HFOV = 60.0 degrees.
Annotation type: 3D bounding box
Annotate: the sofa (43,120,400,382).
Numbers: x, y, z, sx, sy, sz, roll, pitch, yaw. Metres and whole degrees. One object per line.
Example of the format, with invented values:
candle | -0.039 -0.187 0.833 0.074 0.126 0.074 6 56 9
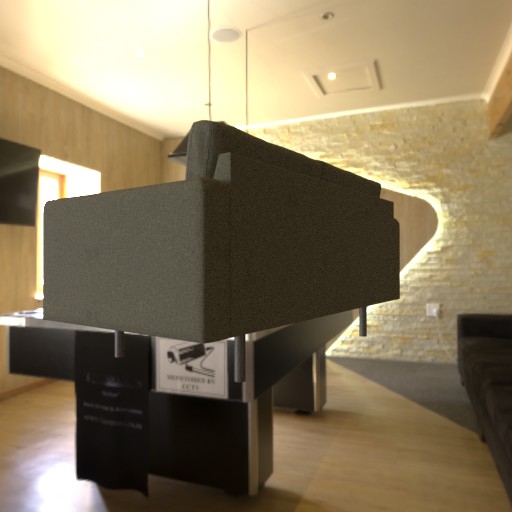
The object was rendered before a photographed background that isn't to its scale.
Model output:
sofa | 0.000 0.000 2.214 0.889 0.897 1.730 0 0 36
